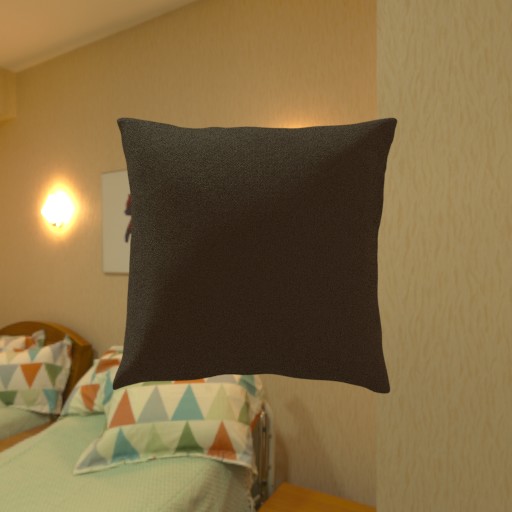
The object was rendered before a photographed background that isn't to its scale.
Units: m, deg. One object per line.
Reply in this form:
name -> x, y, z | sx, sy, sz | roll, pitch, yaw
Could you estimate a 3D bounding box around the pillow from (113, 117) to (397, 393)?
pillow -> 0.000, 0.000, 0.709 | 0.452, 0.439, 0.204 | 0, 0, -1
